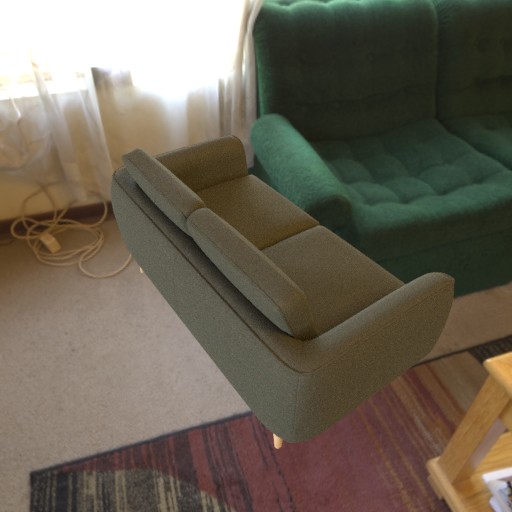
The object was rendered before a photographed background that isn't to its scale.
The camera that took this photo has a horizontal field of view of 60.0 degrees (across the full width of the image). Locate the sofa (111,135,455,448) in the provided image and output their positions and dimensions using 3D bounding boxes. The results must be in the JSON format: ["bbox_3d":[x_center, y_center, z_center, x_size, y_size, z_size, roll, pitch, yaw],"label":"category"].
[{"bbox_3d":[0.000,0.000,2.254,0.920,0.850,1.700,-25,46,-26],"label":"sofa"}]
